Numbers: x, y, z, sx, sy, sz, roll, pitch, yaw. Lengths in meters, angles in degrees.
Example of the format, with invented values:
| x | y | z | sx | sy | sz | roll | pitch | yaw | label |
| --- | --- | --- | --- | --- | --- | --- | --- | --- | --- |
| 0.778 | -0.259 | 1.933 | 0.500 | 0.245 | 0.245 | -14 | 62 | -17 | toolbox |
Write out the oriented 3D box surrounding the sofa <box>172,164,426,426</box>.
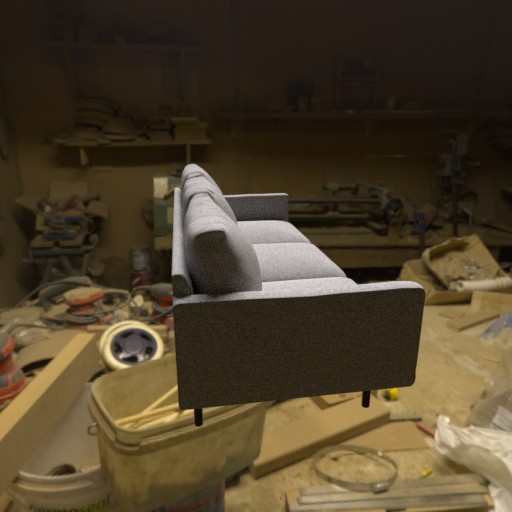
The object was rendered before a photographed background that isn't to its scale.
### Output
| x | y | z | sx | sy | sz | roll | pitch | yaw | label |
| --- | --- | --- | --- | --- | --- | --- | --- | --- | --- |
| 0.000 | 0.000 | 2.383 | 0.850 | 0.830 | 2.000 | -3 | 17 | -9 | sofa |
